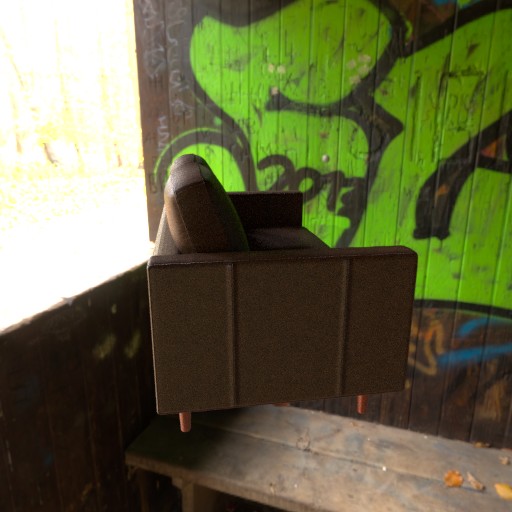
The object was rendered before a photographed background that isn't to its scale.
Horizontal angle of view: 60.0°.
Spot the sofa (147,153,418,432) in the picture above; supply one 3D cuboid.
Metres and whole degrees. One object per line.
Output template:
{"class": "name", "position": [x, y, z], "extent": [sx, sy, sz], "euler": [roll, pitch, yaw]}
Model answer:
{"class": "sofa", "position": [0.000, 0.000, 2.188], "extent": [0.909, 0.951, 1.578], "euler": [-3, 16, -9]}
